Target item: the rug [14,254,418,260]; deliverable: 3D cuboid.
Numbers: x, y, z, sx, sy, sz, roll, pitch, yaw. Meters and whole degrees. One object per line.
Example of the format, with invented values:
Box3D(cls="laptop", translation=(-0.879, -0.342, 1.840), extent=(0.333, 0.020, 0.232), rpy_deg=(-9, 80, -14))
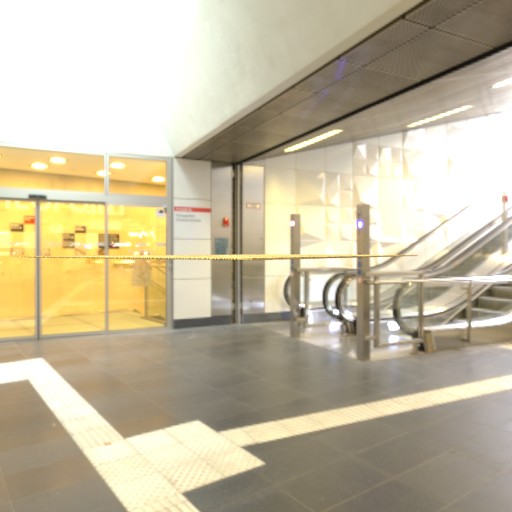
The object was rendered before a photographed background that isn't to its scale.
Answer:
Box3D(cls="rug", translation=(0.000, 0.000, 4.176), extent=(2.143, 0.015, 3.422), rpy_deg=(0, 1, 34))
